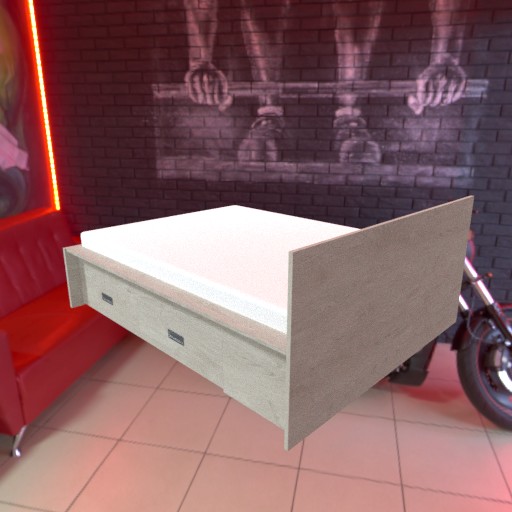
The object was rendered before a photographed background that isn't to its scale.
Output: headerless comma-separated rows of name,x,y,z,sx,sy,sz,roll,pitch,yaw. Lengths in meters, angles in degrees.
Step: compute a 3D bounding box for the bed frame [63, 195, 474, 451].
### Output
bed frame,0.000,0.000,2.801,1.960,0.800,1.622,16,23,42
